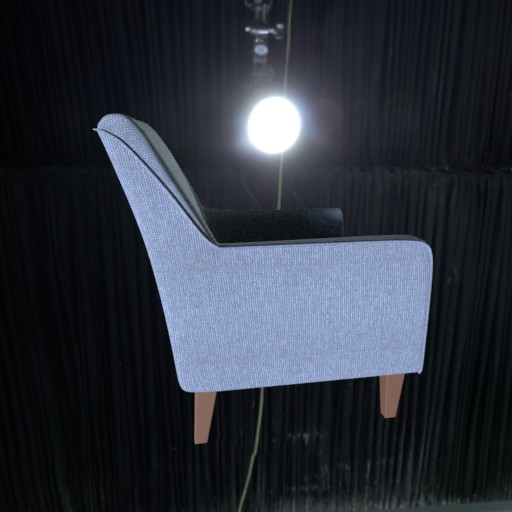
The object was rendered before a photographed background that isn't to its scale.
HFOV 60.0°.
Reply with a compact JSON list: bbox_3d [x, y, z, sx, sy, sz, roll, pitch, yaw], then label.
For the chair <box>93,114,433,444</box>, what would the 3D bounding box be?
[{"bbox_3d":[0.000,0.000,1.562,0.899,0.919,0.780,-3,15,-10],"label":"chair"}]
